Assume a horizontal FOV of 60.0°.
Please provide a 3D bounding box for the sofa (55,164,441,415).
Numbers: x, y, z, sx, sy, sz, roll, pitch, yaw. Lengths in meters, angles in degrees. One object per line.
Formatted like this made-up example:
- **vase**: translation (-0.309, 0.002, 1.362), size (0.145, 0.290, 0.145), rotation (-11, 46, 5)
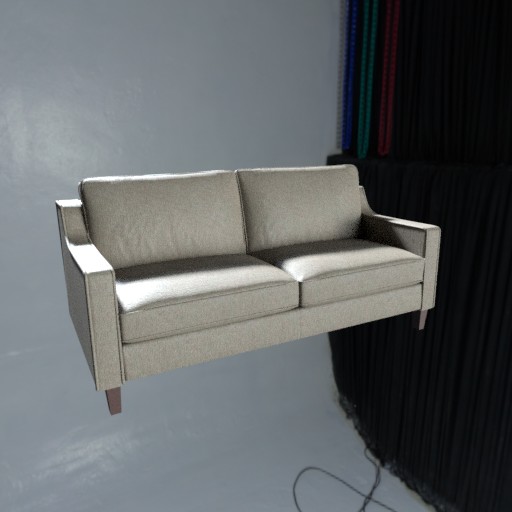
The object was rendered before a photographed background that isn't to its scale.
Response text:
- **sofa**: translation (0.000, 0.000, 2.813), size (2.181, 1.074, 1.073), rotation (-8, 16, -28)
